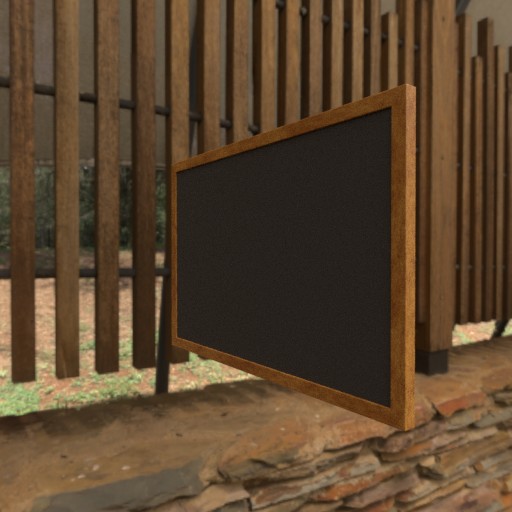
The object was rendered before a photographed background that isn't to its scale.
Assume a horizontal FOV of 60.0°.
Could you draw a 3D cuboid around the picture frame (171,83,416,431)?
[{"bbox_3d":[0.000,0.000,1.167,0.029,0.621,0.922,0,1,-37],"label":"picture frame"}]
